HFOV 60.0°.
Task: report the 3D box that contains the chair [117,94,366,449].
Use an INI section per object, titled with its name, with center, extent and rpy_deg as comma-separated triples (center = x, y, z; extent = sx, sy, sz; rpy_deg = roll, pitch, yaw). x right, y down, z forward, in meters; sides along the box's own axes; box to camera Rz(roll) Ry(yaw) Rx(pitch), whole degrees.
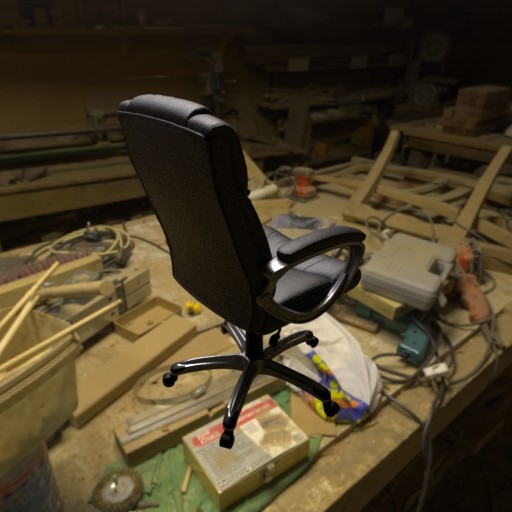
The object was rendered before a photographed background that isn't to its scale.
[chair]
center = 0.000, 0.000, 1.595
extent = 0.719, 1.130, 0.721
rpy_deg = -20, 32, -34
